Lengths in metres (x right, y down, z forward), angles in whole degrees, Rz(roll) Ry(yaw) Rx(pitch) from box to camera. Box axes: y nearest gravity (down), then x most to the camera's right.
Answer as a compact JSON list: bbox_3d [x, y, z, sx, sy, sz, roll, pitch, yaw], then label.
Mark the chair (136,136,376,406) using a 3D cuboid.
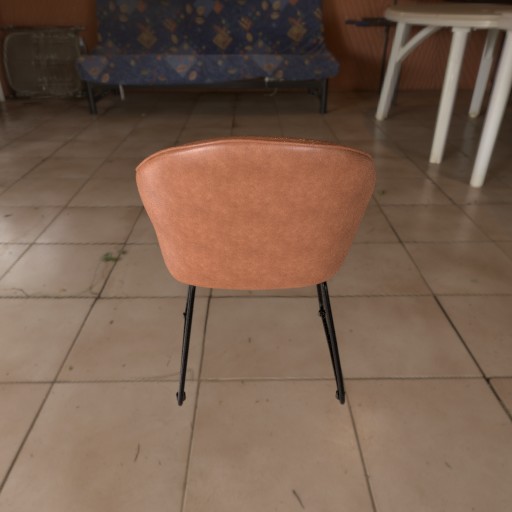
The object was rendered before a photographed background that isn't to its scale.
[{"bbox_3d":[0.000,0.000,1.182,0.582,0.785,0.580,-1,30,-2],"label":"chair"}]
